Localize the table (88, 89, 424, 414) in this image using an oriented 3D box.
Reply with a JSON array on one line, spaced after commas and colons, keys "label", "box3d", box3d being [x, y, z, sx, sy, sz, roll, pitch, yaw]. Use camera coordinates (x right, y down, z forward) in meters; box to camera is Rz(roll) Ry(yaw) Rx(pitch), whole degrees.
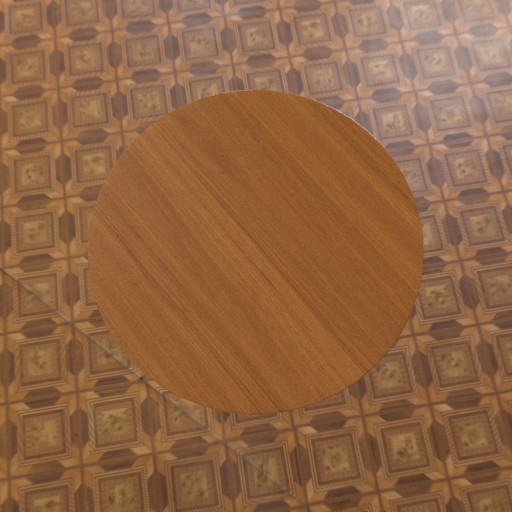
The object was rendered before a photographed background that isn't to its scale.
[{"label": "table", "box3d": [0.000, 0.000, 1.591, 1.029, 0.490, 1.029, 0, 76, 0]}]
